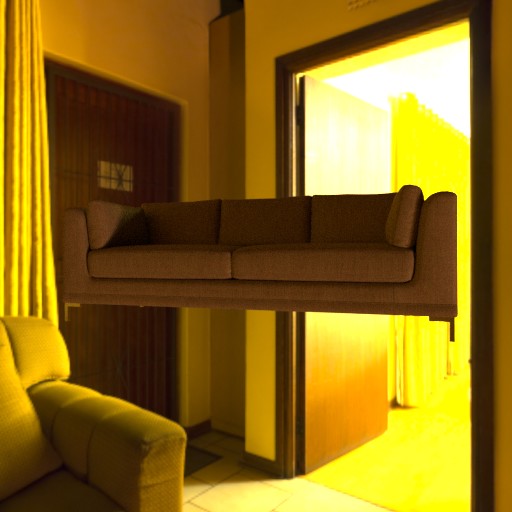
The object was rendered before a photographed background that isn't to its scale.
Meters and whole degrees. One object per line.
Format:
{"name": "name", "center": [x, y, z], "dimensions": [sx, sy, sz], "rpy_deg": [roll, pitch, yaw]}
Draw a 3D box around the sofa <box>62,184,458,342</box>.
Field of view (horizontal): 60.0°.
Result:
{"name": "sofa", "center": [0.000, 0.000, 3.014], "dimensions": [2.415, 0.867, 0.969], "rpy_deg": [0, 0, 18]}
